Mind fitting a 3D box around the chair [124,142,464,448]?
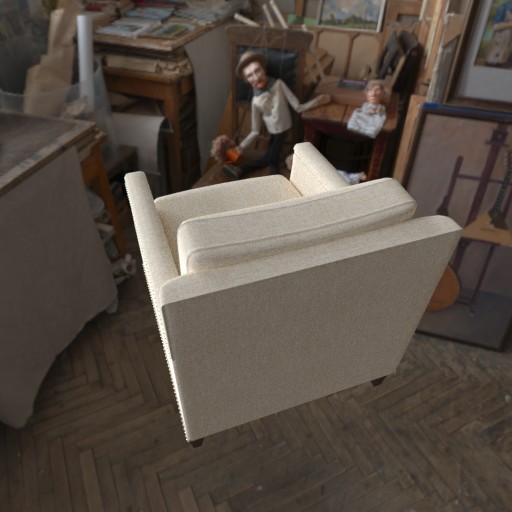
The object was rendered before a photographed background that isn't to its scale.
[{"bbox_3d":[0.000,0.000,1.728,0.838,0.940,1.041,-13,43,-15],"label":"chair"}]
